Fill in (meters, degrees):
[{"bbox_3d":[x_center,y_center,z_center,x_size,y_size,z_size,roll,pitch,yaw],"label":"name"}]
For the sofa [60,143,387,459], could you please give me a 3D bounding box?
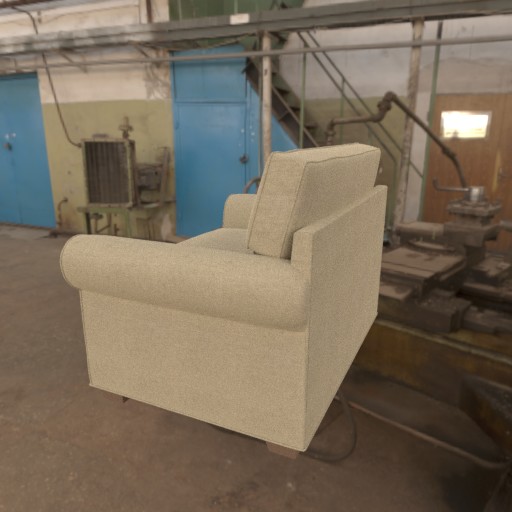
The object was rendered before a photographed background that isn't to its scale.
[{"bbox_3d":[0.000,0.000,2.034,0.936,0.991,1.405,7,17,24],"label":"sofa"}]
